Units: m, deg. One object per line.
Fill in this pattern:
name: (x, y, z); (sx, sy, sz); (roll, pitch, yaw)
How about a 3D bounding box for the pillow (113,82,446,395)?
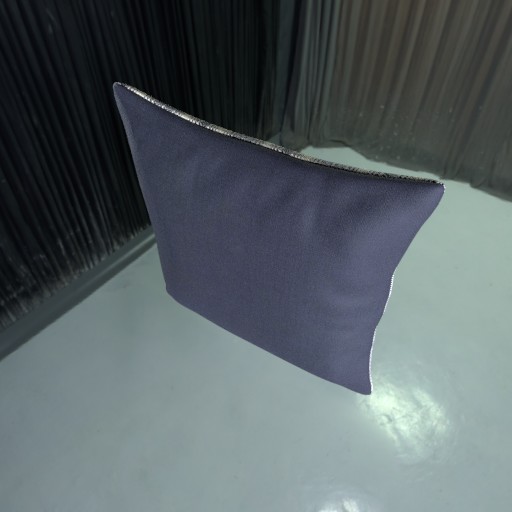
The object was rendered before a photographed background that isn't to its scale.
pillow: (0.000, 0.000, 0.781); (0.520, 0.508, 0.166); (24, 50, 22)
